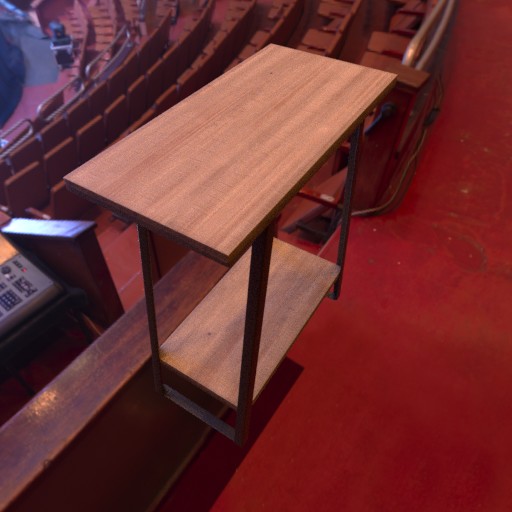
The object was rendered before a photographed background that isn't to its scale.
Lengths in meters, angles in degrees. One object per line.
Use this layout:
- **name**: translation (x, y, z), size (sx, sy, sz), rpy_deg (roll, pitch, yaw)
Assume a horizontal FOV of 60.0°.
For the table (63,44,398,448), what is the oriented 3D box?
- **table**: translation (0.000, 0.000, 1.030), size (0.300, 0.701, 0.599), rpy_deg (25, 51, 22)
